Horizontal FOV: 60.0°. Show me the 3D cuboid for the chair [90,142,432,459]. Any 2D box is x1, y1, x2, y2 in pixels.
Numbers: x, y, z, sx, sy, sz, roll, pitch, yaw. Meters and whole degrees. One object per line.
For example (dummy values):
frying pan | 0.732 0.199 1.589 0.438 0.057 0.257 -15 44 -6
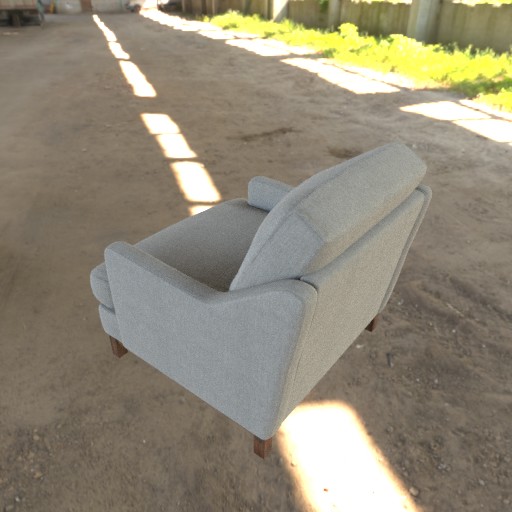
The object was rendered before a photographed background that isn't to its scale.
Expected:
chair | 0.000 0.000 1.564 0.892 0.821 0.826 22 37 32
